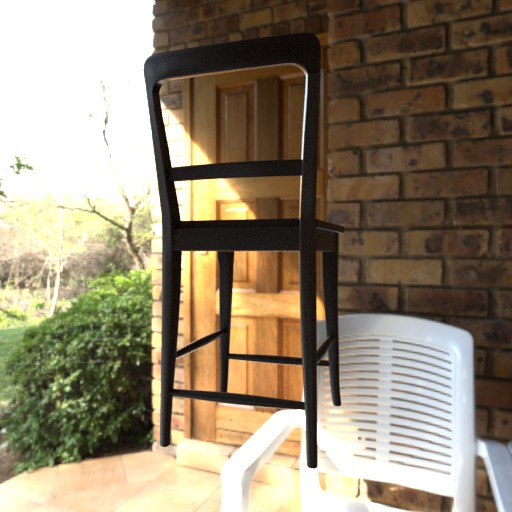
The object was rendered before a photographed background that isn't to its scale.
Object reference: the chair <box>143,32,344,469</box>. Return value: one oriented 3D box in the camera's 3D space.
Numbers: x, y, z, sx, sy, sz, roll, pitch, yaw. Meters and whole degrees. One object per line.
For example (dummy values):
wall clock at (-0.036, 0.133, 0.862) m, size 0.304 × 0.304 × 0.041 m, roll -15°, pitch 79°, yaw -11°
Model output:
chair at (0.000, 0.000, 1.270) m, size 0.450 × 0.991 × 0.546 m, roll 0°, pitch 1°, yaw 17°
